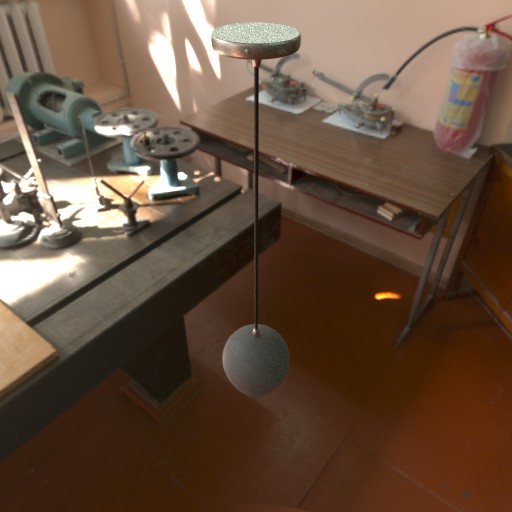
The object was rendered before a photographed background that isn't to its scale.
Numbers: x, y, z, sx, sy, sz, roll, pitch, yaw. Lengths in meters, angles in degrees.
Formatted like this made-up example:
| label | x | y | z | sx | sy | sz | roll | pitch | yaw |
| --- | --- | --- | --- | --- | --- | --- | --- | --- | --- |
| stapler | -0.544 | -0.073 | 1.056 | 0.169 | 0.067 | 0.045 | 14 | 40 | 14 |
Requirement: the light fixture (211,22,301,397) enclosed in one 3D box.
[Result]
| label | x | y | z | sx | sy | sz | roll | pitch | yaw |
| --- | --- | --- | --- | --- | --- | --- | --- | --- | --- |
| light fixture | 0.000 | 0.000 | 0.824 | 0.153 | 0.760 | 0.153 | -11 | 40 | -13 |
